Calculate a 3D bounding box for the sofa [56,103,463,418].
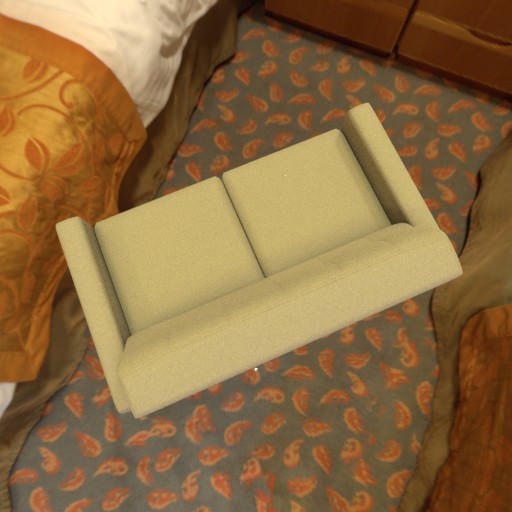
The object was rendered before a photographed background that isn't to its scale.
[{"bbox_3d":[0.000,0.000,2.193,1.655,0.892,0.980,-23,77,-6],"label":"sofa"}]
